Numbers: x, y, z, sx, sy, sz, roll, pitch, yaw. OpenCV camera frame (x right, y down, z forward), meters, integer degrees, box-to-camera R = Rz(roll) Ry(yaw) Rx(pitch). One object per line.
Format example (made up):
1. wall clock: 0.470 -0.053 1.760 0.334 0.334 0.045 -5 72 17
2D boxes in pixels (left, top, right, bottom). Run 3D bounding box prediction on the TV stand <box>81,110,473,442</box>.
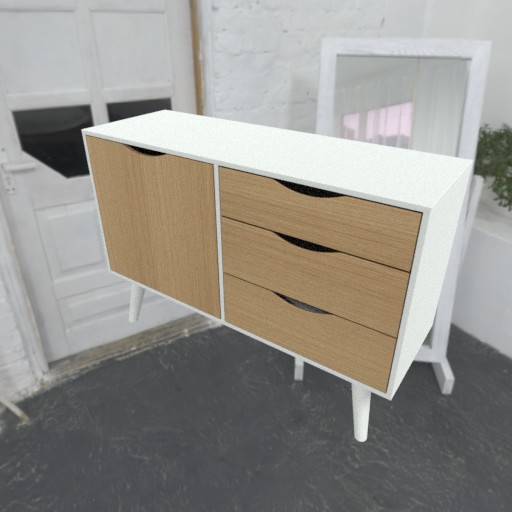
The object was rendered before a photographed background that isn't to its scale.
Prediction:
1. TV stand: 0.000 0.000 1.586 1.193 0.812 0.406 19 35 30
